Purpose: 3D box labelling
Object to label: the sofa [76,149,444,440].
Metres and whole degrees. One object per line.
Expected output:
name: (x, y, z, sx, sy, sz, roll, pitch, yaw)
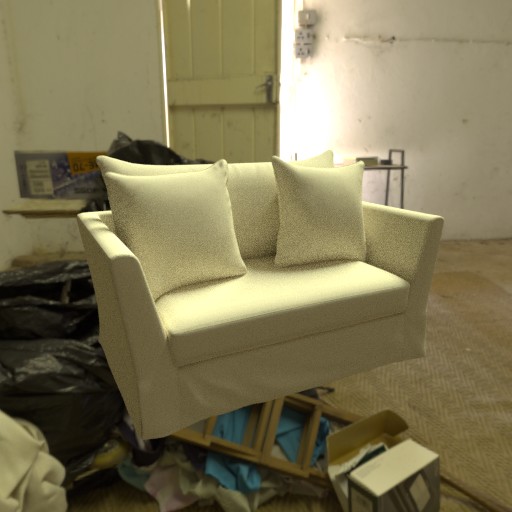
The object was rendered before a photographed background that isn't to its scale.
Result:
sofa: (0.000, 0.000, 2.300, 1.608, 1.039, 1.026, -8, 17, -26)
